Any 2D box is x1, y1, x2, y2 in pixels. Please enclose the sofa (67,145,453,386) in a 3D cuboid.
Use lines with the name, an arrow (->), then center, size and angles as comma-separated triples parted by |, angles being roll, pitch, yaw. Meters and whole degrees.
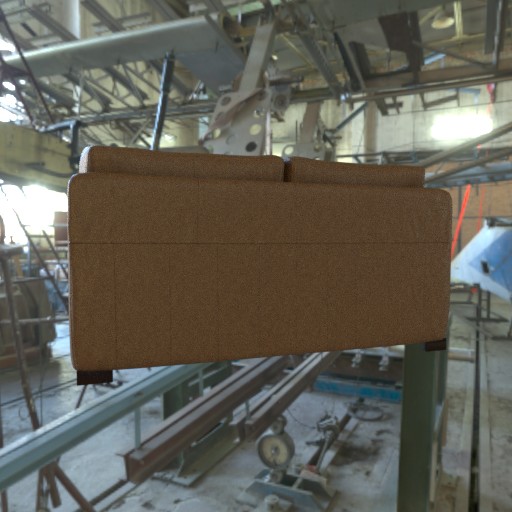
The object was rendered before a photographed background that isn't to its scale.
sofa -> 0.000, 0.000, 2.436 | 1.855, 0.980, 0.962 | -1, 2, -19
